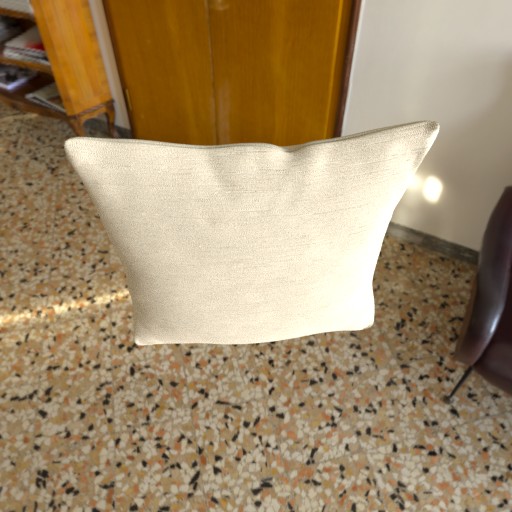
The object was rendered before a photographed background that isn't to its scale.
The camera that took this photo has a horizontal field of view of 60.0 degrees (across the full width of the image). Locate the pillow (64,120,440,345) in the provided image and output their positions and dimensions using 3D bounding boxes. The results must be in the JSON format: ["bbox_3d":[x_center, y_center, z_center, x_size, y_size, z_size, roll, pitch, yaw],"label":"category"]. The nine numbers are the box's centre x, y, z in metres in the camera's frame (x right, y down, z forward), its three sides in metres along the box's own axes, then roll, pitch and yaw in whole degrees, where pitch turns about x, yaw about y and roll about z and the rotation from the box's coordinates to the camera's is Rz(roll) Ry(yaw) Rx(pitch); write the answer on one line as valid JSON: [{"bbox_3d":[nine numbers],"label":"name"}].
[{"bbox_3d":[0.000,0.000,0.659,0.437,0.420,0.162,-4,46,-4],"label":"pillow"}]
